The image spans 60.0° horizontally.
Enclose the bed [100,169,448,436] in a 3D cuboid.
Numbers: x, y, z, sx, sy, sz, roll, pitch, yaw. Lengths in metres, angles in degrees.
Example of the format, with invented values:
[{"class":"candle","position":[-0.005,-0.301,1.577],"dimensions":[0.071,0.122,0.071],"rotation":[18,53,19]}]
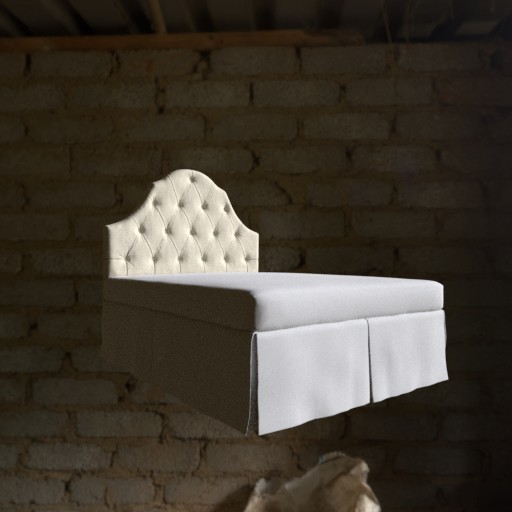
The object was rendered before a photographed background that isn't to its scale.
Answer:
[{"class":"bed","position":[0.000,0.000,3.188],"dimensions":[1.627,1.575,2.092],"rotation":[0,-1,-37]}]
